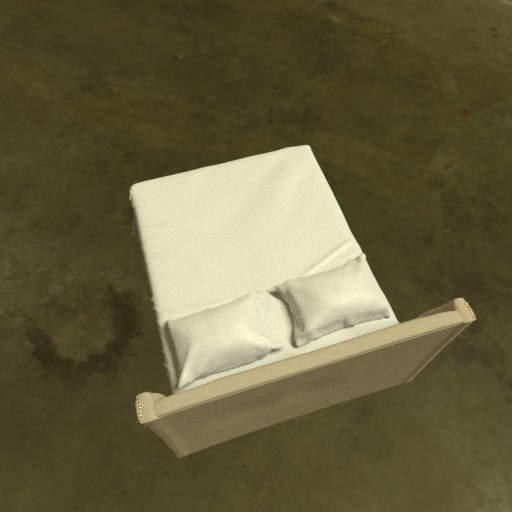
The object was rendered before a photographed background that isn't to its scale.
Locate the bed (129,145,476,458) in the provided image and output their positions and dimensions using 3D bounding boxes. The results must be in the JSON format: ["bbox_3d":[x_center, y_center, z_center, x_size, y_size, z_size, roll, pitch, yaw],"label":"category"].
[{"bbox_3d":[0.000,0.000,3.431,1.925,1.332,2.276,-15,60,-9],"label":"bed"}]
